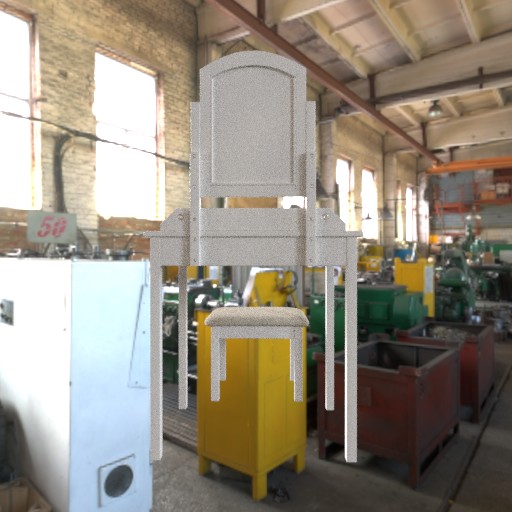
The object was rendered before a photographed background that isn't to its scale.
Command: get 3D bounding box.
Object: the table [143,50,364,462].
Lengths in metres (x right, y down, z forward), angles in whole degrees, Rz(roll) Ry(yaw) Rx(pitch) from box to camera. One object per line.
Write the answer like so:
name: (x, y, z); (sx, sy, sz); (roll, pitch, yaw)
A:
table: (0.000, 0.000, 2.337); (0.876, 1.631, 1.211); (0, 0, 1)
